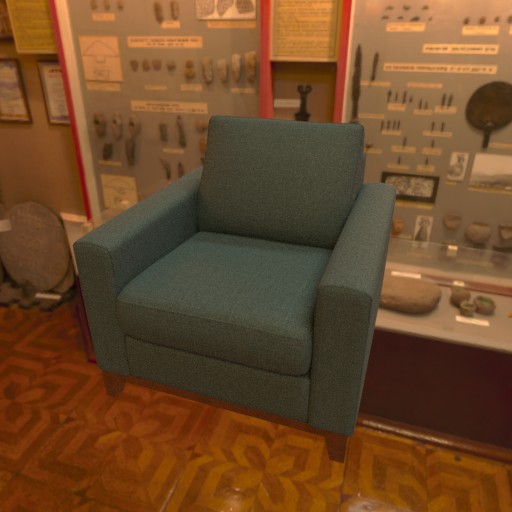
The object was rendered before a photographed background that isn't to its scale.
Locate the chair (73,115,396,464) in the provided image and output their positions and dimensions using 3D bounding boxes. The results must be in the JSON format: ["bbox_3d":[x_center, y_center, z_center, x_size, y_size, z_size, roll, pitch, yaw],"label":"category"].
[{"bbox_3d":[0.000,0.000,1.857,1.024,1.010,1.038,9,29,17],"label":"chair"}]
